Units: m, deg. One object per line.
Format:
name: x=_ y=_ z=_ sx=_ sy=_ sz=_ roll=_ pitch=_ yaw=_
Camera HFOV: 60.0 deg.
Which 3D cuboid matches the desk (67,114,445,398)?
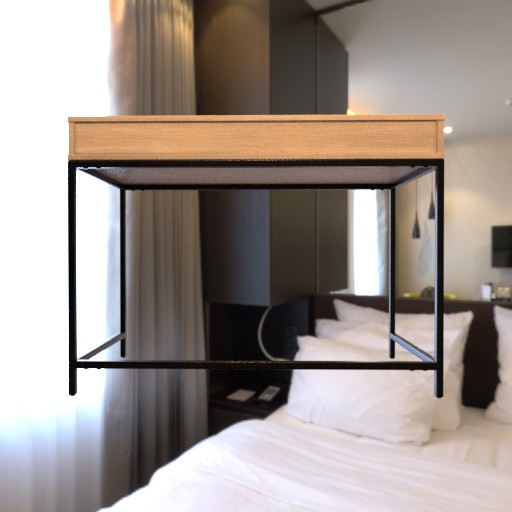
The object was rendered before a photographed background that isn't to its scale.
desk: x=0.000 y=0.000 z=1.430 sx=1.016 sy=0.762 sz=0.470 roll=0 pitch=1 yaw=1
